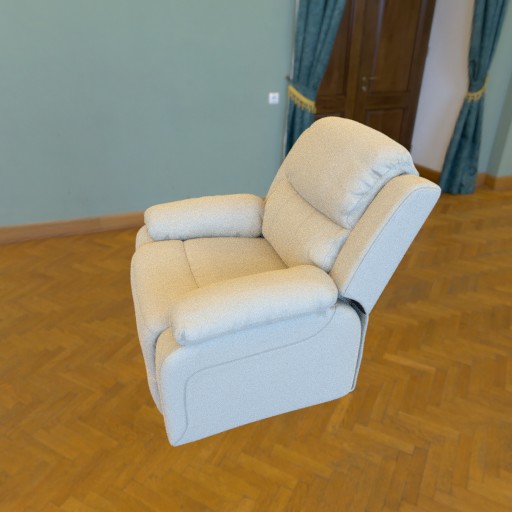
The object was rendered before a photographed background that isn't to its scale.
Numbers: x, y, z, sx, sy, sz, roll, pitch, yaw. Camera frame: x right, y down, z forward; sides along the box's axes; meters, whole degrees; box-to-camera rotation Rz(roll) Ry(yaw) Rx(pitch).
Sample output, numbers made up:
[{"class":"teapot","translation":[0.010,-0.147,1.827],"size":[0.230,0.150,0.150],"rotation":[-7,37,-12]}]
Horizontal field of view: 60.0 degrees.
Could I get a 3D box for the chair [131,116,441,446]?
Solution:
[{"class":"chair","translation":[0.000,0.000,1.273],"size":[0.709,0.702,0.680],"rotation":[-9,31,-15]}]
